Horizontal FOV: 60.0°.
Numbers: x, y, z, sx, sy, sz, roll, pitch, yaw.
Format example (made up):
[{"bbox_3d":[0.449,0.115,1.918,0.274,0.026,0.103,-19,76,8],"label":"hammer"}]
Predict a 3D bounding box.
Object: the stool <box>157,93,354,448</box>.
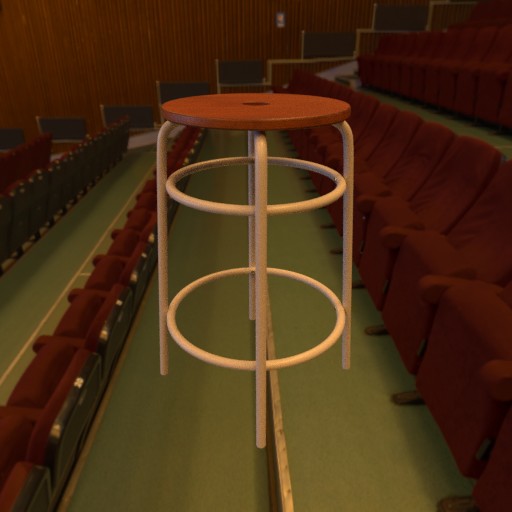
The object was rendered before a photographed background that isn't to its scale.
[{"bbox_3d":[0.000,0.000,0.930,0.455,0.610,0.455,-1,26,-2],"label":"stool"}]
